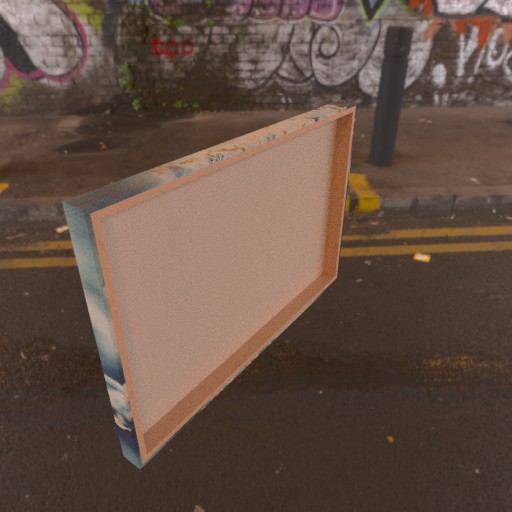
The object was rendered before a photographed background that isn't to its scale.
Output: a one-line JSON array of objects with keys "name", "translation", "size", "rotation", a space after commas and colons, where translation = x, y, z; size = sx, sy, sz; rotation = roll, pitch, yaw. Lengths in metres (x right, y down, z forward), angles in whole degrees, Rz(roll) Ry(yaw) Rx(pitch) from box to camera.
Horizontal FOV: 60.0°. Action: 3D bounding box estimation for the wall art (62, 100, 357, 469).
[{"name": "wall art", "translation": [0.000, 0.000, 0.748], "size": [0.036, 0.405, 0.607], "rotation": [21, 36, 31]}]
